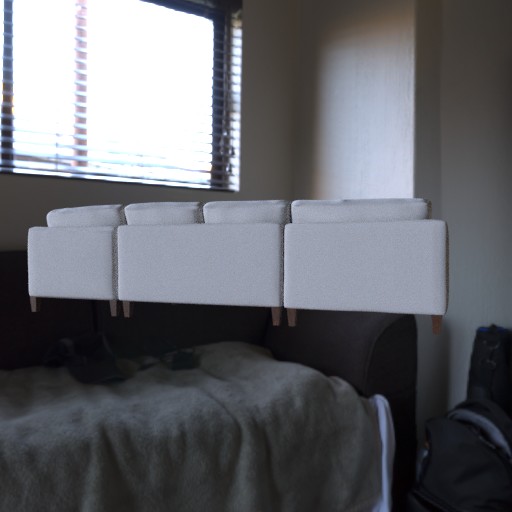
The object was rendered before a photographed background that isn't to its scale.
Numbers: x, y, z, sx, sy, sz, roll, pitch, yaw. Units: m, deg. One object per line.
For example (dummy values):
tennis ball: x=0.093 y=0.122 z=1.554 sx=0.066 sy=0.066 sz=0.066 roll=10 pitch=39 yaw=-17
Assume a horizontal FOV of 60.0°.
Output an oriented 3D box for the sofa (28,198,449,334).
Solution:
sofa: x=0.000 y=0.000 z=4.595 sx=3.459 sy=0.956 sz=2.593 roll=0 pitch=1 yaw=17
